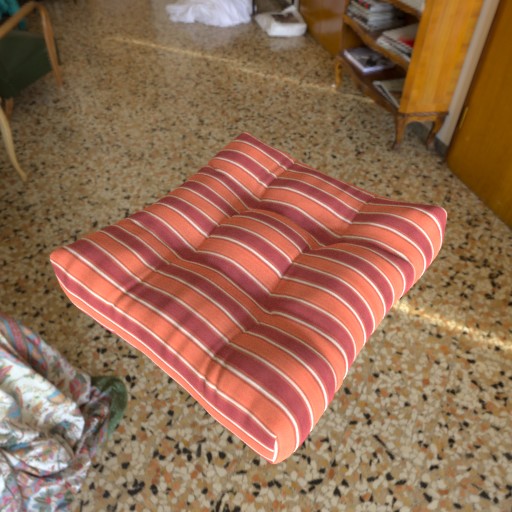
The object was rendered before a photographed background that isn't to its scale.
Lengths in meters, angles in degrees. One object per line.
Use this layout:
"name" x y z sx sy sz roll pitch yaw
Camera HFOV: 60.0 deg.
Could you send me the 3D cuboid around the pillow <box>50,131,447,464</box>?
"pillow" 0.000 0.000 0.739 0.468 0.133 0.490 30 52 26
